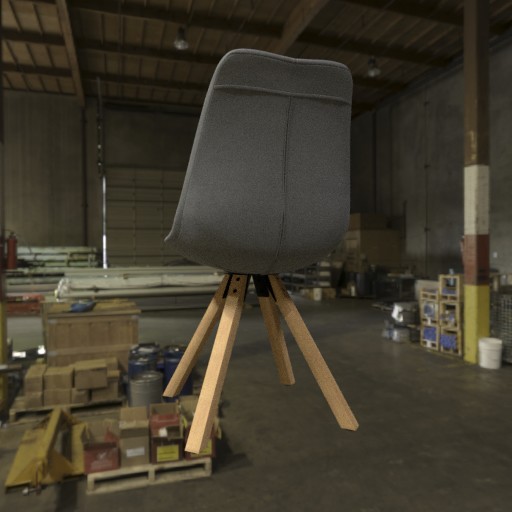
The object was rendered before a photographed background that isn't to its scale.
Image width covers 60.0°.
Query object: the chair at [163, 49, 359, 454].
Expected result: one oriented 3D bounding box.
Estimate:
[{"bbox_3d":[0.000,0.000,1.198,0.474,0.863,0.549,0,1,-18],"label":"chair"}]
